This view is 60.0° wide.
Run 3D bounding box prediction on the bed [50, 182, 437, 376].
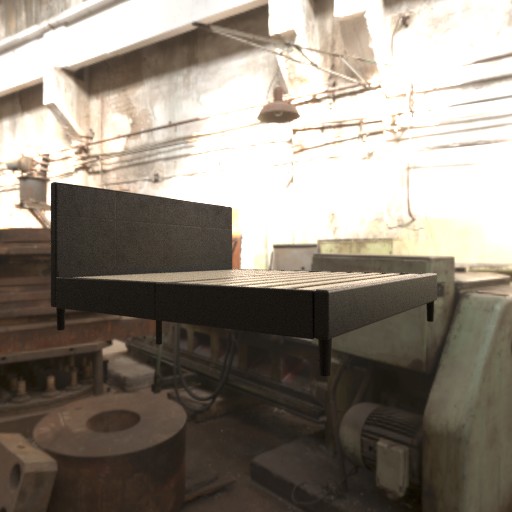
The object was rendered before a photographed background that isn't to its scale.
[{"bbox_3d":[0.000,0.000,3.351,2.152,1.046,2.018,0,0,35],"label":"bed"}]
